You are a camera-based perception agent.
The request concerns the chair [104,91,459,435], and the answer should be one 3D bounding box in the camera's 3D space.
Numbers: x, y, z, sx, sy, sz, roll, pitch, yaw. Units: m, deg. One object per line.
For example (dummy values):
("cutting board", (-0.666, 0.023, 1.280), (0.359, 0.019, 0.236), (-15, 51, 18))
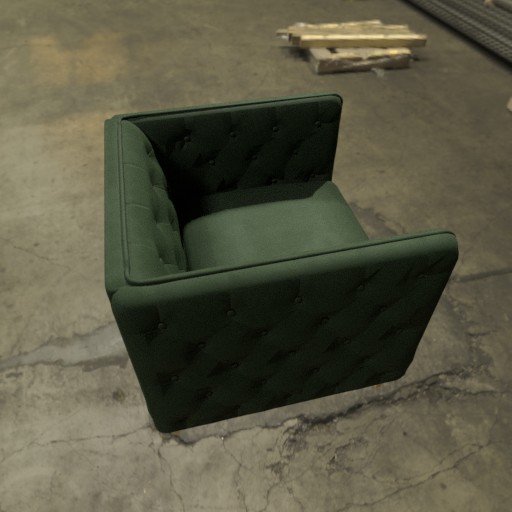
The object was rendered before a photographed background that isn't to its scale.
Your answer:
("chair", (0.000, 0.000, 1.545), (0.855, 0.768, 0.917), (-10, 46, -10))
